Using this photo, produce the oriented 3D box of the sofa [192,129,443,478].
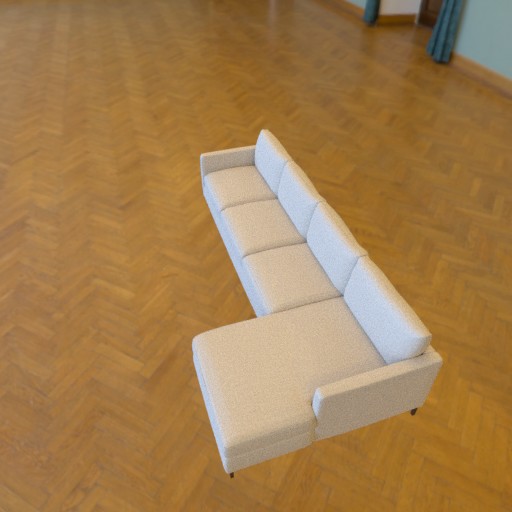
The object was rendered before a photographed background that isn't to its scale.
[{"bbox_3d":[0.000,0.000,3.303,1.258,0.755,2.731,-12,42,-14],"label":"sofa"}]
